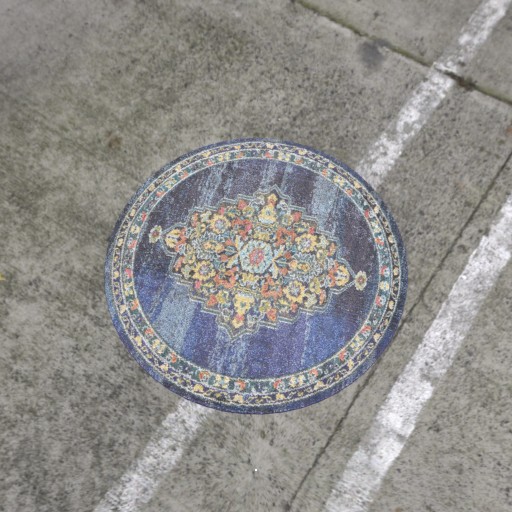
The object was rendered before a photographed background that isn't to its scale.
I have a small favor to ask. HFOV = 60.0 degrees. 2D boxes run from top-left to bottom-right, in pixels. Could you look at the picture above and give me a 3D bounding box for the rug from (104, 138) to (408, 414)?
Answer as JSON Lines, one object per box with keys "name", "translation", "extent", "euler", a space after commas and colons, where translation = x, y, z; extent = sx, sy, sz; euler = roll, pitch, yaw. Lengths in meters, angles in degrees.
{"name": "rug", "translation": [0.000, 0.000, 2.347], "extent": [1.591, 0.010, 1.591], "euler": [0, 64, 0]}
